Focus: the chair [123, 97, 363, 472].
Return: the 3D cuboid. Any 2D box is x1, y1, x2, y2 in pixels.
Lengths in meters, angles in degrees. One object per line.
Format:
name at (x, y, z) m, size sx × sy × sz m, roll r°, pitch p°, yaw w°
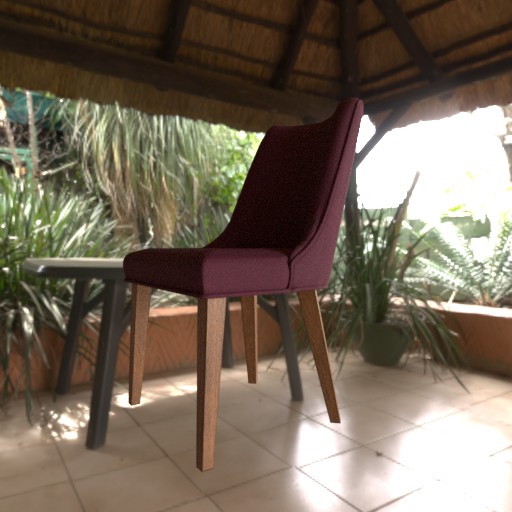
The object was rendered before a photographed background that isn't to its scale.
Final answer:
chair at (0.000, 0.000, 1.327) m, size 0.638 × 0.916 × 0.548 m, roll -1°, pitch 2°, yaw -34°
